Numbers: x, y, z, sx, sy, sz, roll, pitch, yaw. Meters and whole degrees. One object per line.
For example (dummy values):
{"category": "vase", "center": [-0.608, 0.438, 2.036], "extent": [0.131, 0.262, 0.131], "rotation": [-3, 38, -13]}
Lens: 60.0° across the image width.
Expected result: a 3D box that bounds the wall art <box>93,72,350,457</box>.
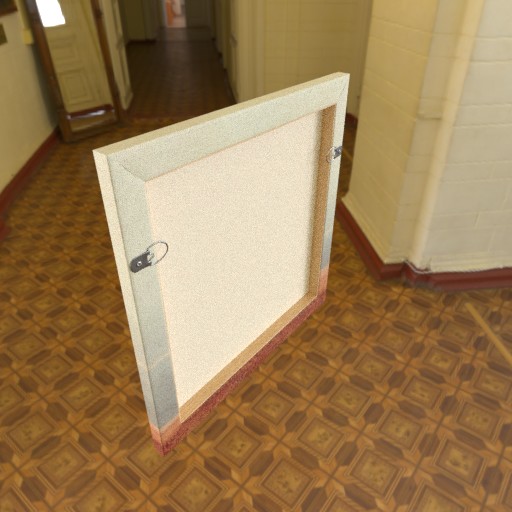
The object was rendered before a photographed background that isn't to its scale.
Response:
{"category": "wall art", "center": [0.000, 0.000, 0.598], "extent": [0.023, 0.405, 0.405], "rotation": [23, 40, 31]}
